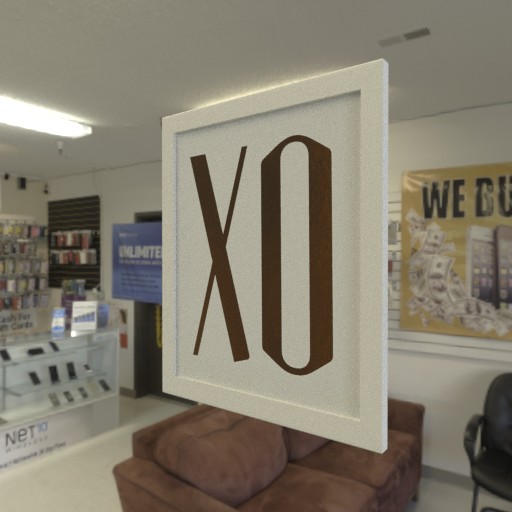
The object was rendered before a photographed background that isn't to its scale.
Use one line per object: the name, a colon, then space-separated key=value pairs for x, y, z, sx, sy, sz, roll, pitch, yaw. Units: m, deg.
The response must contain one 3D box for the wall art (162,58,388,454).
wall art: x=0.000 y=0.000 z=0.741 sx=0.444 sy=0.536 sz=0.020 roll=0 pitch=1 yaw=37
